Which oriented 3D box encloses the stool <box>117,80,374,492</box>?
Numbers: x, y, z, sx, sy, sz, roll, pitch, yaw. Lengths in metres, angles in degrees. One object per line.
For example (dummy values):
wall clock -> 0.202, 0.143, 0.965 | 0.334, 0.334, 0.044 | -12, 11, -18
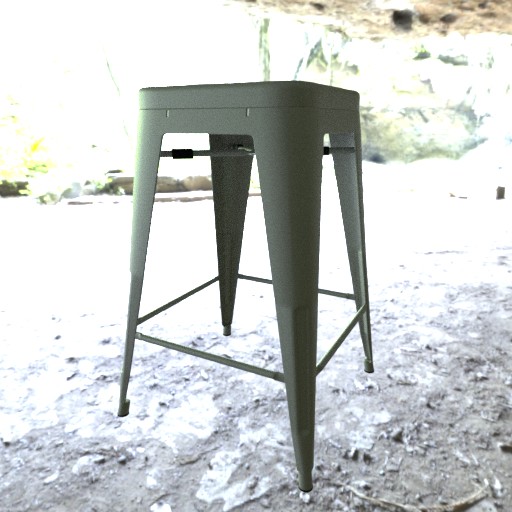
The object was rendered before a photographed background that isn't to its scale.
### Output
stool -> 0.000, 0.000, 0.863 | 0.410, 0.608, 0.410 | 9, 19, 27
